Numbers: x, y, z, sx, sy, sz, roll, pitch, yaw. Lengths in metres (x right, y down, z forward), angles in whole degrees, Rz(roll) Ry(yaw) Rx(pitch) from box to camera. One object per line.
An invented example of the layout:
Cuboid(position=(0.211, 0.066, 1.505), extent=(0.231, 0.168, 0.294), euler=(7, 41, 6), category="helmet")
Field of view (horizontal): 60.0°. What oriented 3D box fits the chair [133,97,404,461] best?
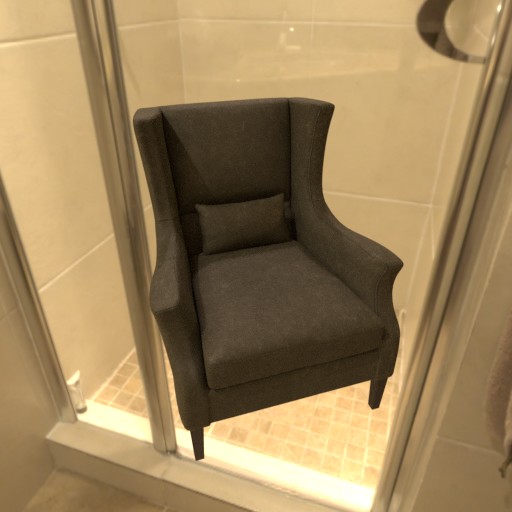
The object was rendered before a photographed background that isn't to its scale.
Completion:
Cuboid(position=(0.000, 0.000, 1.703), extent=(0.853, 1.016, 0.926), euler=(-10, 33, -16), category="chair")
